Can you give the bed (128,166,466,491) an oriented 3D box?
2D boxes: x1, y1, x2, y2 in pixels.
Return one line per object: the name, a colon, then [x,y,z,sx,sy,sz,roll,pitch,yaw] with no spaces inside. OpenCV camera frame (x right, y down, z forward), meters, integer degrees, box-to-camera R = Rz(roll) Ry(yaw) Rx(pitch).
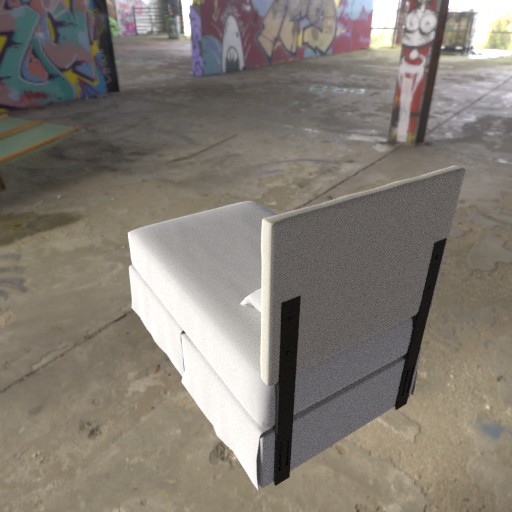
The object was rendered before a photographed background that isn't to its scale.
bed: [0.000,0.000,2.947,1.261,1.571,1.997,-18,34,-28]
